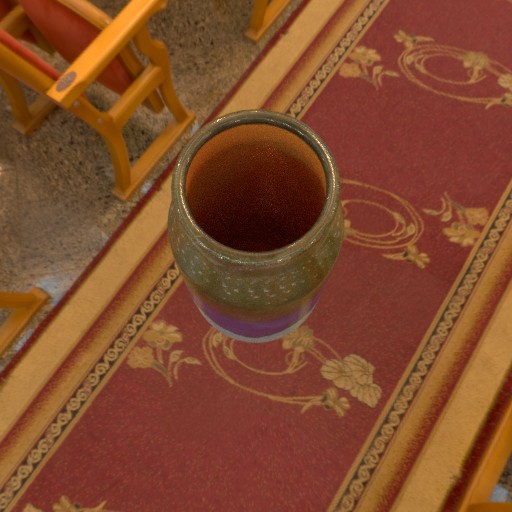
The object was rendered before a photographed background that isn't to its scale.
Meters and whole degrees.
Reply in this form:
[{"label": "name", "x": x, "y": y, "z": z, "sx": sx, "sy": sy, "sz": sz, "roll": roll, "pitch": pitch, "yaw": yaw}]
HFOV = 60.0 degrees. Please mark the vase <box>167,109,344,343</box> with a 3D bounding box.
[{"label": "vase", "x": 0.000, "y": 0.000, "z": 0.391, "sx": 0.139, "sy": 0.313, "sz": 0.139, "roll": 0, "pitch": 75, "yaw": 0}]
